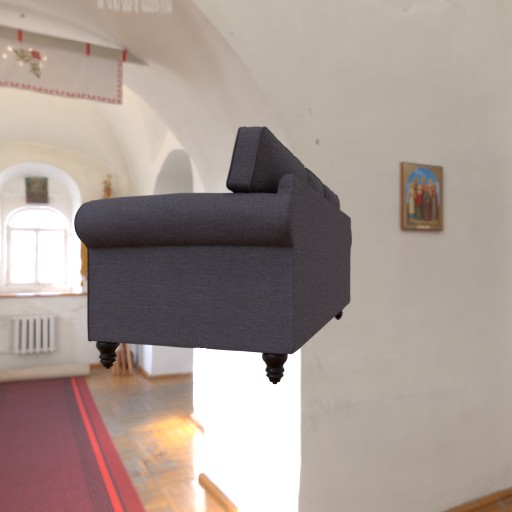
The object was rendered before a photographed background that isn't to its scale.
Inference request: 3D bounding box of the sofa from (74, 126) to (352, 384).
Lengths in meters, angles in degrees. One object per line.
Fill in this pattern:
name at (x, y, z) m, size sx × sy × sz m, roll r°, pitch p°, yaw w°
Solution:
sofa at (0.000, 0.000, 2.626) m, size 0.909 × 0.966 × 2.084 m, roll 0°, pitch 0°, yaw 18°
